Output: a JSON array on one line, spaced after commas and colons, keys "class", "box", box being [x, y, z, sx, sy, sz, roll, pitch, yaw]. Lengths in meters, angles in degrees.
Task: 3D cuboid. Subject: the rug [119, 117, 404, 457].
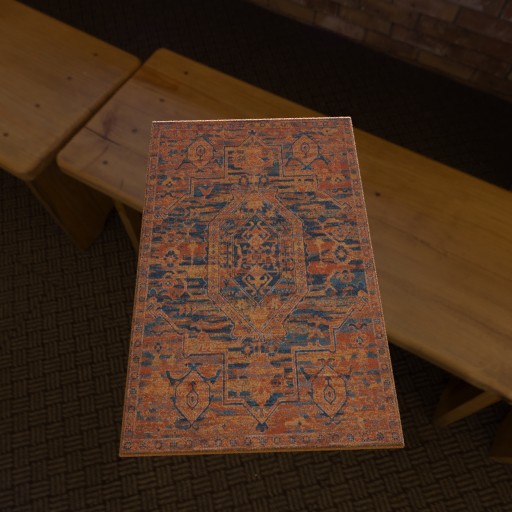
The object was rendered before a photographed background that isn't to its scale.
[{"class": "rug", "box": [0.000, 0.000, 2.168, 1.148, 0.013, 1.758, -2, 64, -1]}]
